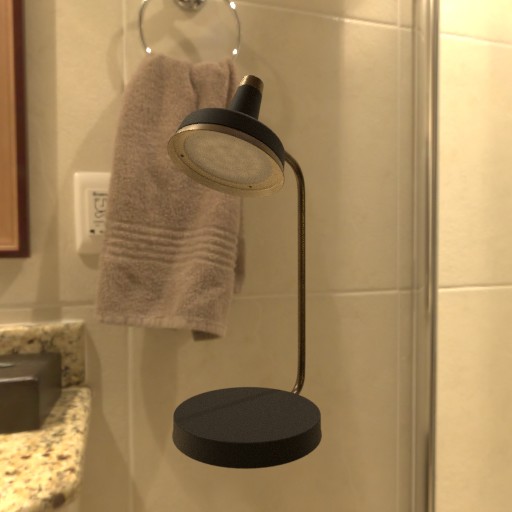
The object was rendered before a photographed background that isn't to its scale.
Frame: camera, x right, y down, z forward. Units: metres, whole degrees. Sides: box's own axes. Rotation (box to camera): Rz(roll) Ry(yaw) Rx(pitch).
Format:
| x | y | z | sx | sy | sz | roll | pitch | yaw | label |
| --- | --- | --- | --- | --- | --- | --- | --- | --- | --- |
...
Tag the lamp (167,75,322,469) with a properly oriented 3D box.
| x | y | z | sx | sy | sz | roll | pitch | yaw | label |
| --- | --- | --- | --- | --- | --- | --- | --- | --- | --- |
| 0.000 | 0.000 | 0.494 | 0.162 | 0.385 | 0.218 | 1 | 2 | 35 | lamp |
